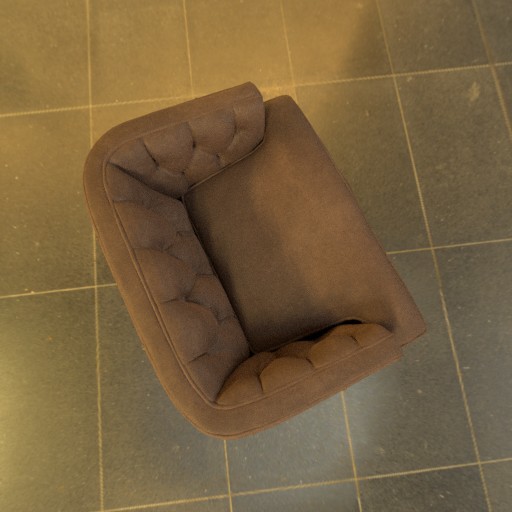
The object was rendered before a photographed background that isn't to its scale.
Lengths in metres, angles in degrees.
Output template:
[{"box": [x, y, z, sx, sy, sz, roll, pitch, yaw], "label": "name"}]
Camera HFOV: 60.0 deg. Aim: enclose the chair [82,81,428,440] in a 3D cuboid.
[{"box": [0.000, 0.000, 1.709, 0.914, 0.787, 1.118, -26, 77, -6], "label": "chair"}]
